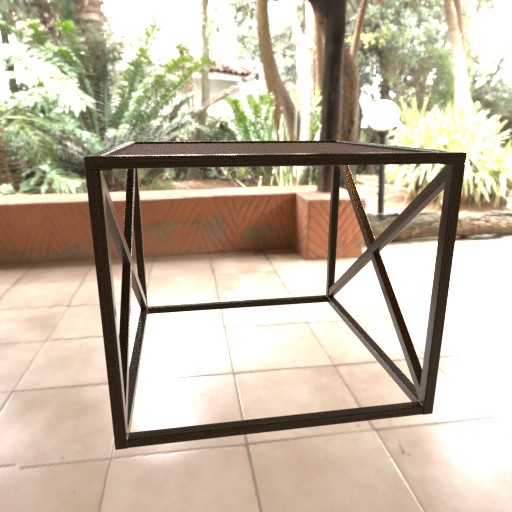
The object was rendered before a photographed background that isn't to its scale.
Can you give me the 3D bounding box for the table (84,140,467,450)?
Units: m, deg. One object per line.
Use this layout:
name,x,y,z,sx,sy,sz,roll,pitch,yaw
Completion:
table,0.000,0.000,1.049,0.609,0.507,0.611,-3,17,-9
